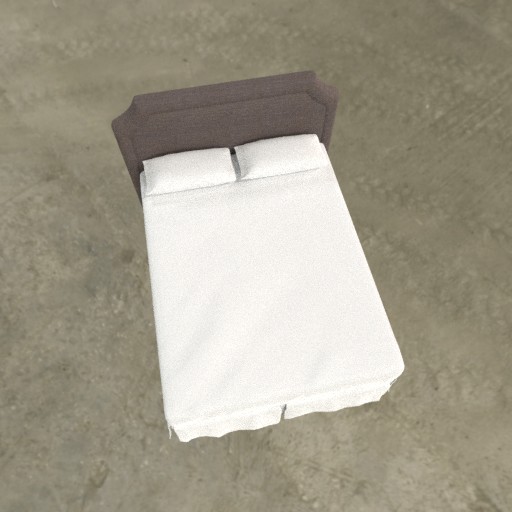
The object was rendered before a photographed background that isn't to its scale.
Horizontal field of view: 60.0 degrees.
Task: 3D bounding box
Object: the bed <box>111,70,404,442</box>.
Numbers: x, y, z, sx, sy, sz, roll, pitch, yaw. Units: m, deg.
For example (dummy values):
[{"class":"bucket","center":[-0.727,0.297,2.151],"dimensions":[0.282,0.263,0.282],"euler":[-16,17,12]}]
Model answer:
[{"class":"bed","center":[0.000,0.000,3.143],"dimensions":[1.693,1.290,2.116],"euler":[-10,62,-6]}]
